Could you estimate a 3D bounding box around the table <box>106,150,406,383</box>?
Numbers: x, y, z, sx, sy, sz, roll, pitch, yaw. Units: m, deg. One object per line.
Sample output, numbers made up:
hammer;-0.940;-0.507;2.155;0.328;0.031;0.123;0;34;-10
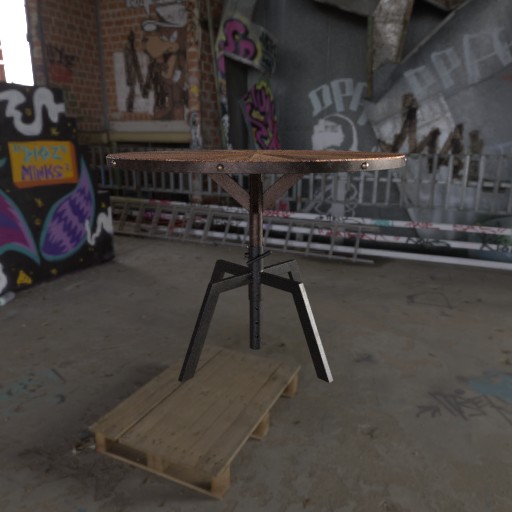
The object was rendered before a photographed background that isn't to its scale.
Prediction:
table;0.000;0.000;1.459;0.885;0.658;0.885;0;15;0
